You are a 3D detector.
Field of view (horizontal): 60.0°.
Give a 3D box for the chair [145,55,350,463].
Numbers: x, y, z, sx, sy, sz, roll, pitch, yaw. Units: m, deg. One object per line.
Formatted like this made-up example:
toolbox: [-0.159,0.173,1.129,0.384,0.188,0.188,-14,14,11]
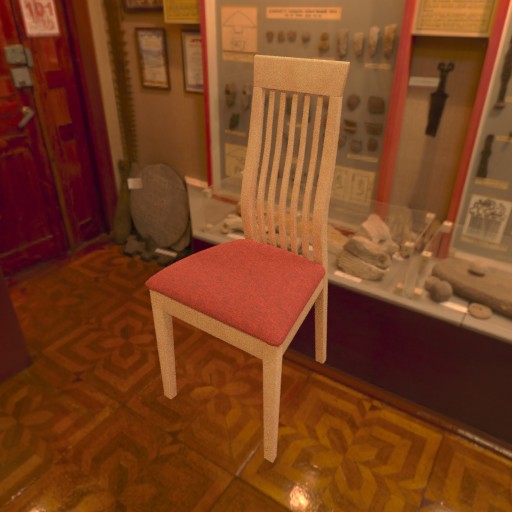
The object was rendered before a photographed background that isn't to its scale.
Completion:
chair: [0.000,0.000,1.296,0.460,1.027,0.474,20,35,30]
